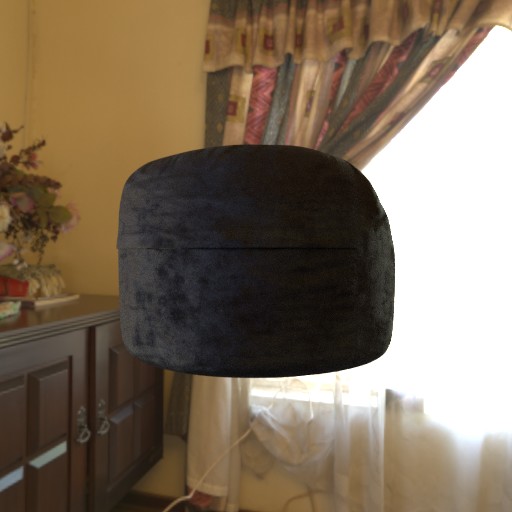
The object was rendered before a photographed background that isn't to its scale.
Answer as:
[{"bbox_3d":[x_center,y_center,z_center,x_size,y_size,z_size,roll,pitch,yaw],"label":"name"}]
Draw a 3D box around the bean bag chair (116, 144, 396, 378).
[{"bbox_3d":[0.000,0.000,1.522,0.918,0.616,0.918,0,0,0],"label":"bean bag chair"}]
